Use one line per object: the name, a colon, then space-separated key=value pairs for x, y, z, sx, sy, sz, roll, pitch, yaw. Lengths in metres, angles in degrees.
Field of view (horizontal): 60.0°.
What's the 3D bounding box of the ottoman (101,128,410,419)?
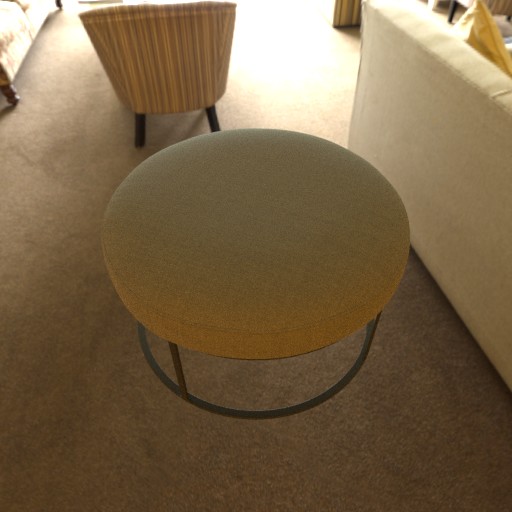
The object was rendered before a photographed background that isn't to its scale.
ottoman: x=0.000 y=0.000 z=1.235 sx=0.772 sy=0.460 sz=0.772 roll=0 pitch=45 yaw=0
